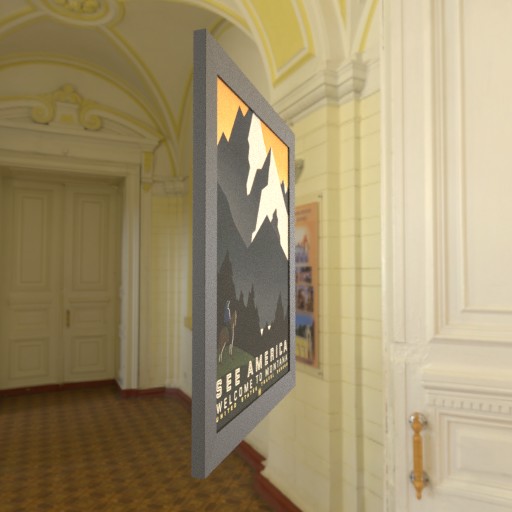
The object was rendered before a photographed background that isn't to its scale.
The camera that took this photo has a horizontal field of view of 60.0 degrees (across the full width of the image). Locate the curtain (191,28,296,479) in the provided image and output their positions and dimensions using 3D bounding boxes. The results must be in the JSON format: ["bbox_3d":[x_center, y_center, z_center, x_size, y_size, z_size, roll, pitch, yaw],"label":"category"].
[{"bbox_3d":[0.000,0.000,0.807,0.027,0.585,0.483,-1,-2,19],"label":"curtain"}]
